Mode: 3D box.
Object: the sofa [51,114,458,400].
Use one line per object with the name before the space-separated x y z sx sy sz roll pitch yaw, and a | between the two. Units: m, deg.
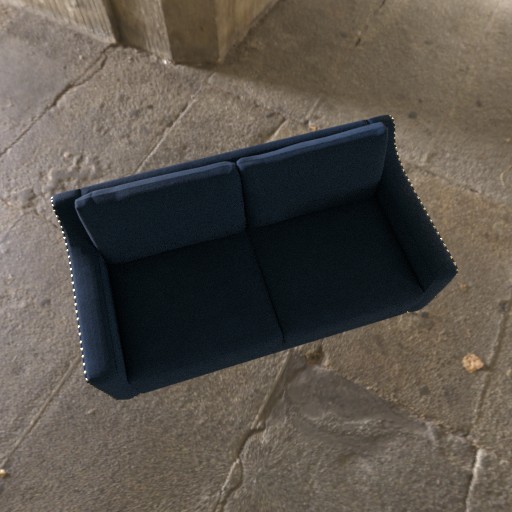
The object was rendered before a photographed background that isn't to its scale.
sofa | 0.000 0.000 2.711 2.107 0.983 1.104 -15 65 -7
